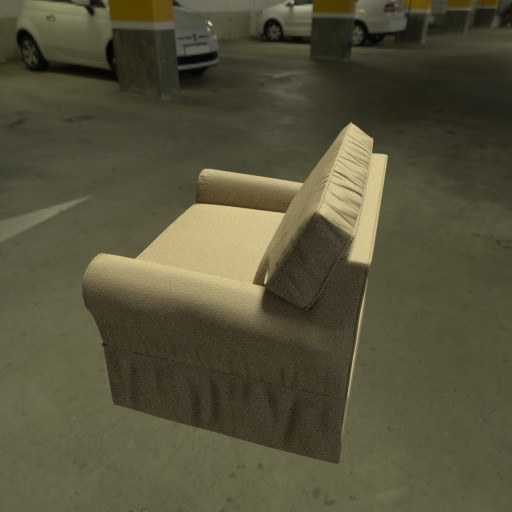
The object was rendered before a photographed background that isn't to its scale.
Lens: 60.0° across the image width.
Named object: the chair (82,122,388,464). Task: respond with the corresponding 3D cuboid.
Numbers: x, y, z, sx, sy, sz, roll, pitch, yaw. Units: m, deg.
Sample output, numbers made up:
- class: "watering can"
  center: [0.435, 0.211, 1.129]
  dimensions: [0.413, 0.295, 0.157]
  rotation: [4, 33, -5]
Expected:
- class: "chair"
  center: [0.000, 0.000, 1.792]
  dimensions: [0.903, 0.937, 1.096]
  rotation: [9, 31, 15]
